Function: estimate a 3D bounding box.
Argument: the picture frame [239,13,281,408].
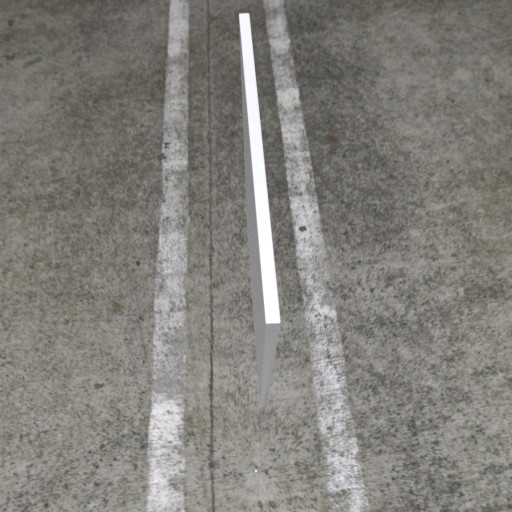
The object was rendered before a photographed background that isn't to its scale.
[{"bbox_3d":[0.000,0.000,0.681,0.012,0.534,0.381,-4,64,-2],"label":"picture frame"}]
